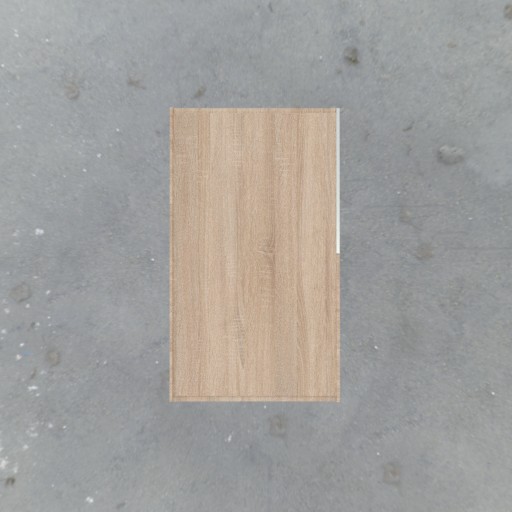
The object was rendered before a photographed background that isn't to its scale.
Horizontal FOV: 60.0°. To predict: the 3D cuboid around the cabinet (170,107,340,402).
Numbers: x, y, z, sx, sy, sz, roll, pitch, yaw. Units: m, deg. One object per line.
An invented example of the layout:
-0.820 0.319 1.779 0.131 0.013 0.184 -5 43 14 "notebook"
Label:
0.000 0.000 2.561 0.590 2.121 1.001 0 90 0 "cabinet"
